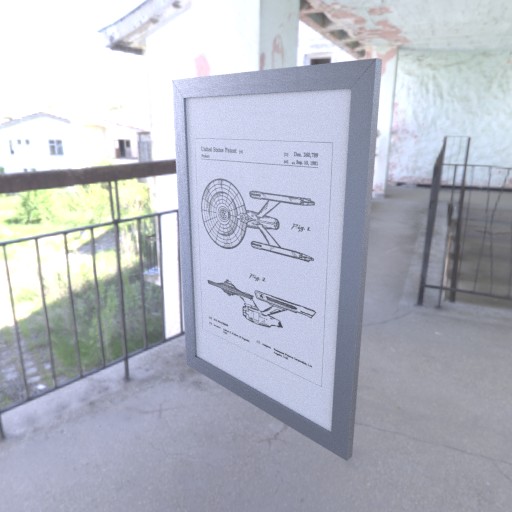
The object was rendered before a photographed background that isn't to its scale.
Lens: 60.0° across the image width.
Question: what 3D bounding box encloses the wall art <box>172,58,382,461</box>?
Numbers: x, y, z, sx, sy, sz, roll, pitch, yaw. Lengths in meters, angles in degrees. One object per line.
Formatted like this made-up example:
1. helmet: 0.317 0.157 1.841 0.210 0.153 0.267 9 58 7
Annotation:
1. wall art: 0.000 0.000 0.685 0.376 0.529 0.013 16 23 42
